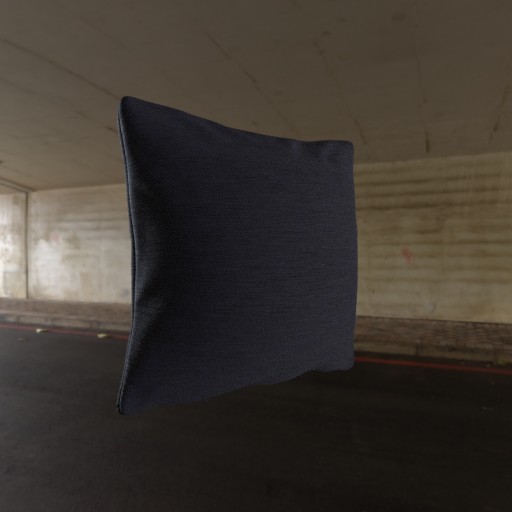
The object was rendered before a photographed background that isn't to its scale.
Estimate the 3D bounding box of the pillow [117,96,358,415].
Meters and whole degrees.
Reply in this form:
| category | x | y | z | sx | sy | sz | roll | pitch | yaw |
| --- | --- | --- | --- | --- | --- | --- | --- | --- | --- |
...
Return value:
| category | x | y | z | sx | sy | sz | roll | pitch | yaw |
| --- | --- | --- | --- | --- | --- | --- | --- | --- | --- |
| pillow | 0.000 | 0.000 | 0.690 | 0.432 | 0.414 | 0.246 | 0 | 0 | -35 |
